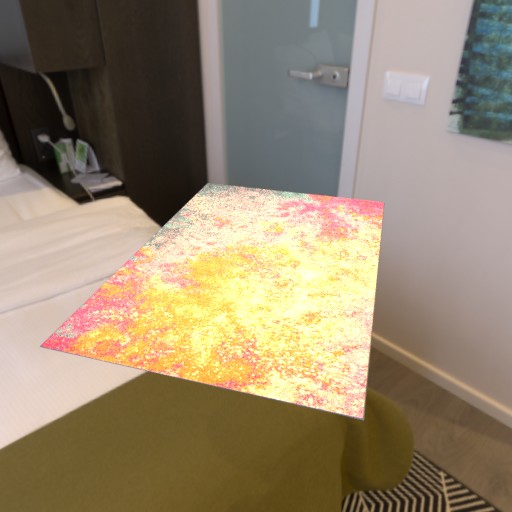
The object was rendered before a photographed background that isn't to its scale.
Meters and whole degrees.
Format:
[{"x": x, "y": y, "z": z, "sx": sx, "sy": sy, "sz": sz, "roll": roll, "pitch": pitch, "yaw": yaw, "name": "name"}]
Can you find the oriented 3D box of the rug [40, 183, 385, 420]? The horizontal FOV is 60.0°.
[{"x": 0.000, "y": 0.000, "z": 3.740, "sx": 2.007, "sy": 0.013, "sz": 2.896, "roll": 8, "pitch": 32, "yaw": 14, "name": "rug"}]
